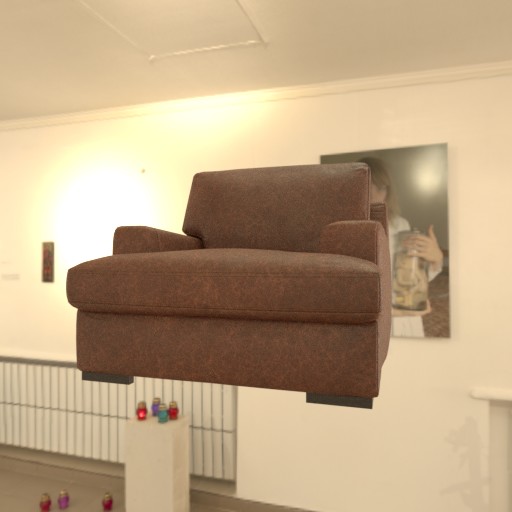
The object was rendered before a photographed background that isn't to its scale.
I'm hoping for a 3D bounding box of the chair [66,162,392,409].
[{"bbox_3d":[0.000,0.000,1.999,1.168,0.939,1.143,0,0,17],"label":"chair"}]
